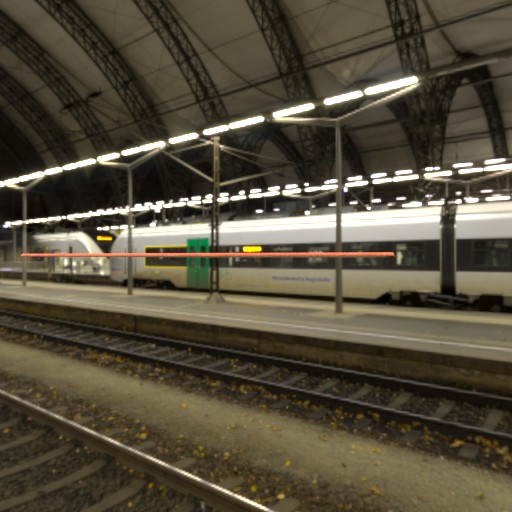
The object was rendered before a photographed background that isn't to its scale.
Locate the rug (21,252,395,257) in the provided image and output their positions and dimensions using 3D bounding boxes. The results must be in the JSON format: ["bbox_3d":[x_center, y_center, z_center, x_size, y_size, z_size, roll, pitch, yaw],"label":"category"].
[{"bbox_3d":[0.000,0.000,4.053,2.430,0.018,2.976,0,0,17],"label":"rug"}]
